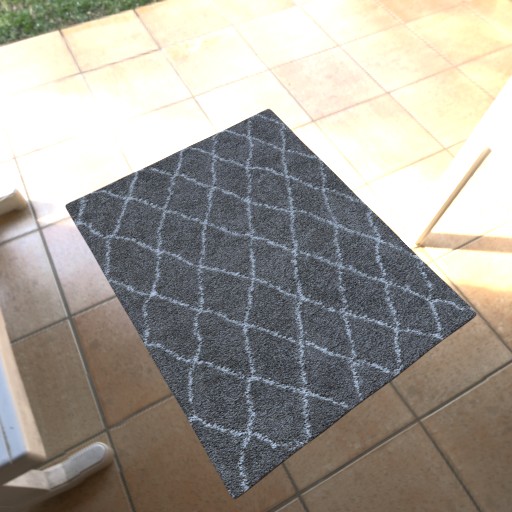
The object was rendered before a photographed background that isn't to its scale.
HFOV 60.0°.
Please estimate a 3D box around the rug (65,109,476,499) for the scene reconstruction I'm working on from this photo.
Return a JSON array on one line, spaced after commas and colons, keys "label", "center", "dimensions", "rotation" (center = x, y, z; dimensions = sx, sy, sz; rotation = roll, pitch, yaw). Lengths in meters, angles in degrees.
[{"label": "rug", "center": [0.000, 0.000, 4.016], "dimensions": [2.438, 0.029, 3.047], "rotation": [-30, 64, -17]}]
